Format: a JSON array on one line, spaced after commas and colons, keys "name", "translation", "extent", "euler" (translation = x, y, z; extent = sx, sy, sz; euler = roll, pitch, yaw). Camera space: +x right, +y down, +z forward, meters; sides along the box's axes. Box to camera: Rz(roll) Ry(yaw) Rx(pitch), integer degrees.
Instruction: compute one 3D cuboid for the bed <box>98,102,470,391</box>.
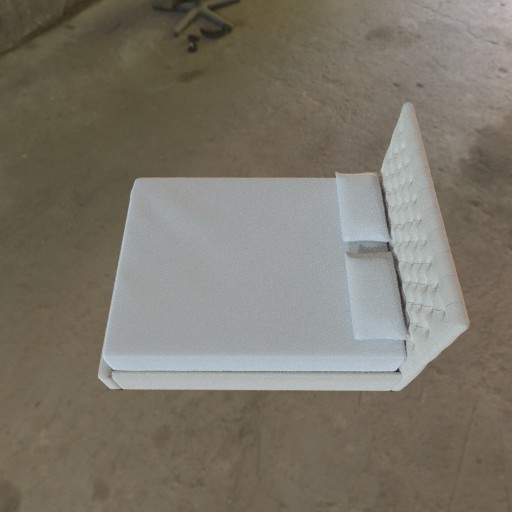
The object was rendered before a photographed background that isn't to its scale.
[{"name": "bed", "translation": [0.000, 0.000, 3.290], "extent": [2.233, 1.426, 1.696], "euler": [0, 59, 0]}]
